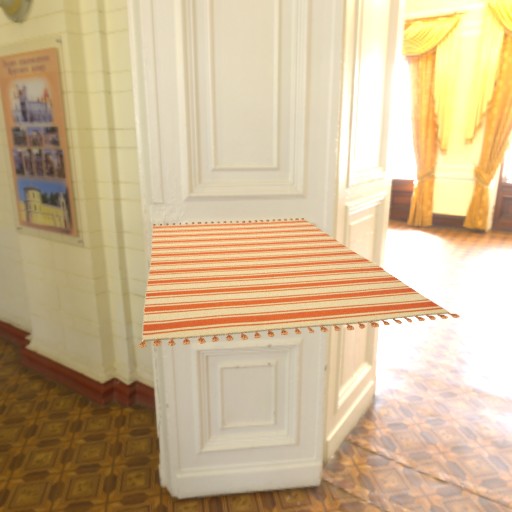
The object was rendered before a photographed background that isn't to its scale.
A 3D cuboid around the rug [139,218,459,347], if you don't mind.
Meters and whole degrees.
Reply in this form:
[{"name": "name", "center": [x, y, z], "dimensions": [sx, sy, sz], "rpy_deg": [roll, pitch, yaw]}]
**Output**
[{"name": "rug", "center": [0.000, 0.000, 2.600], "dimensions": [1.232, 0.017, 2.092], "rpy_deg": [-3, 16, -11]}]
